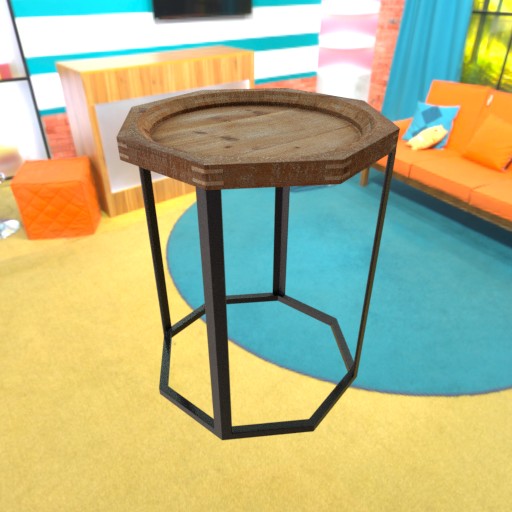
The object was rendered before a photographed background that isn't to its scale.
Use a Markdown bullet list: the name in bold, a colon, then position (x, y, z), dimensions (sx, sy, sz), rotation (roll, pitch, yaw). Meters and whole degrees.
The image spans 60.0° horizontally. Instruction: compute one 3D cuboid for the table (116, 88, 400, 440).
- **table**: position (0.000, 0.000, 0.875), dimensions (0.458, 0.543, 0.458), rotation (9, 33, 14)
